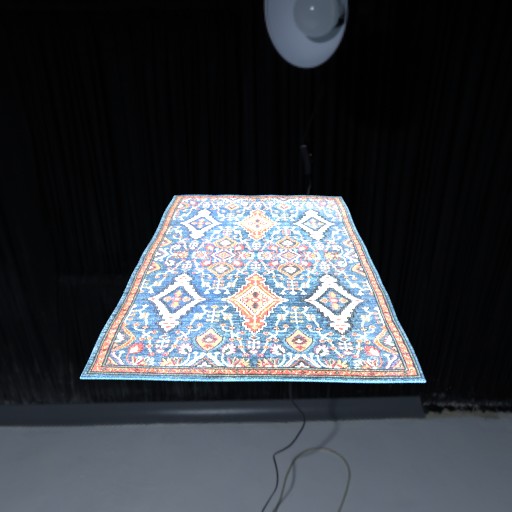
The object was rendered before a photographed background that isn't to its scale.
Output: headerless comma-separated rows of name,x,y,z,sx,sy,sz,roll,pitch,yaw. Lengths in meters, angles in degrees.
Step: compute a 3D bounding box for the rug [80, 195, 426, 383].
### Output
rug,0.000,0.000,2.324,1.195,0.014,1.847,0,27,1
